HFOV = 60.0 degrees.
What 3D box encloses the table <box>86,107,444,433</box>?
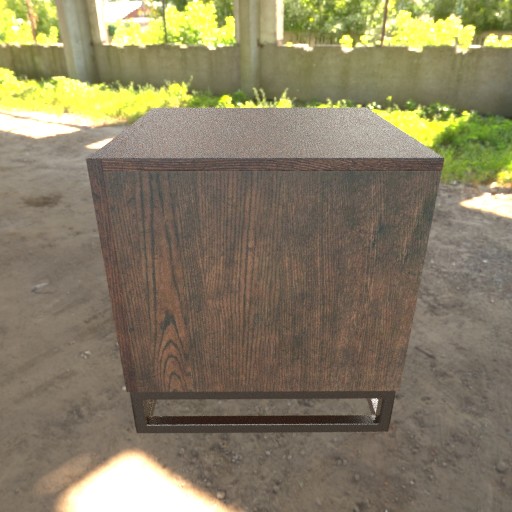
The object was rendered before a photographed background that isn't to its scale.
[{"bbox_3d":[0.000,0.000,1.021,0.566,0.582,0.506,0,27,0],"label":"table"}]
